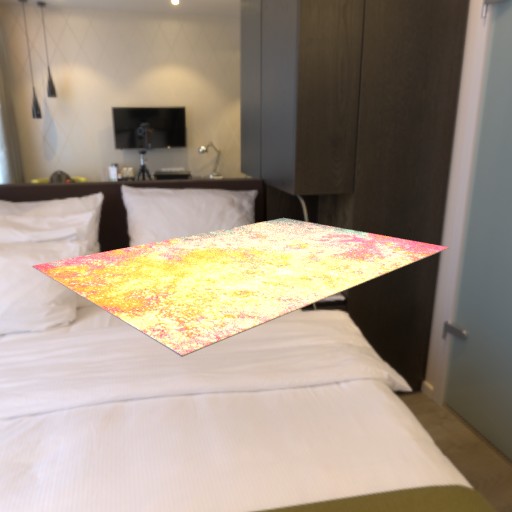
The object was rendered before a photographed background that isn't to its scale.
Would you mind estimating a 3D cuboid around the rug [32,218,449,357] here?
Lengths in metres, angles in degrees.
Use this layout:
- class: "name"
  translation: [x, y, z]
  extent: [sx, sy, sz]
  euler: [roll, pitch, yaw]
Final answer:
- class: "rug"
  translation: [0.000, 0.000, 3.699]
  extent: [2.896, 0.013, 2.007]
  euler: [-14, 21, -42]
